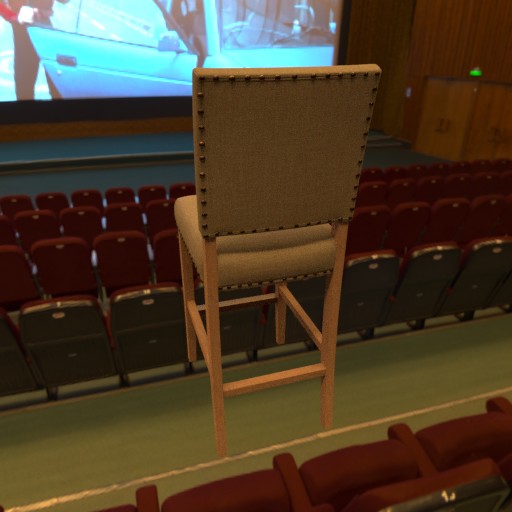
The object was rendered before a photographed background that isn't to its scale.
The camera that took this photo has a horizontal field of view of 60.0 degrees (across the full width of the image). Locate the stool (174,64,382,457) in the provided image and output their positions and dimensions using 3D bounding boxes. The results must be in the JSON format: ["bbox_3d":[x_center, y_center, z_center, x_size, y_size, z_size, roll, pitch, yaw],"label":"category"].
[{"bbox_3d":[0.000,0.000,1.451,0.445,1.173,0.585,-8,28,-15],"label":"stool"}]
